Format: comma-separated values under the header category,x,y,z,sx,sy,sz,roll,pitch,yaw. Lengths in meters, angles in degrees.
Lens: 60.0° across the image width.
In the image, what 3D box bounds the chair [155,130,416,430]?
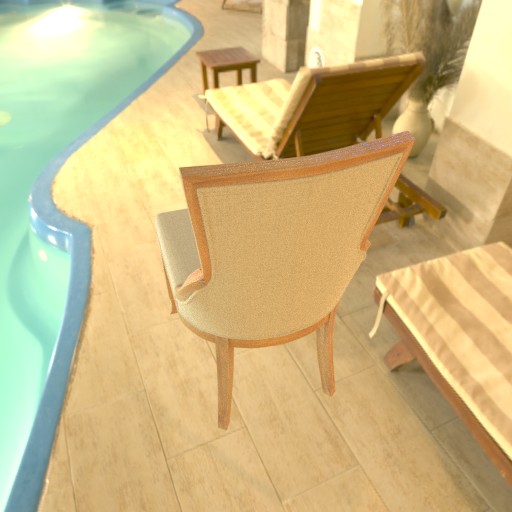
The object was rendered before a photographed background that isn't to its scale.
category,x,y,z,sx,sy,sz,roll,pitch,yaw
chair,0.000,0.000,1.308,0.524,0.947,0.641,-12,42,-14
